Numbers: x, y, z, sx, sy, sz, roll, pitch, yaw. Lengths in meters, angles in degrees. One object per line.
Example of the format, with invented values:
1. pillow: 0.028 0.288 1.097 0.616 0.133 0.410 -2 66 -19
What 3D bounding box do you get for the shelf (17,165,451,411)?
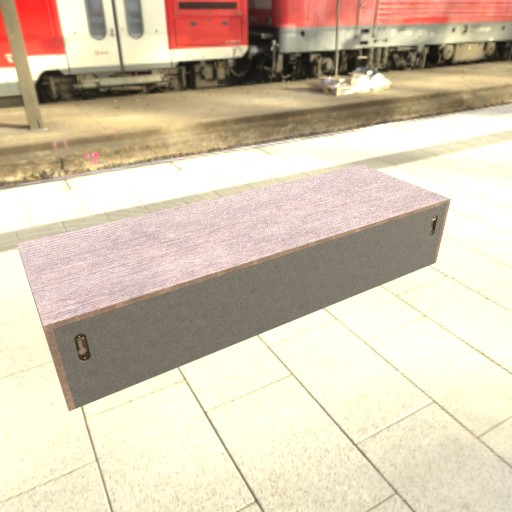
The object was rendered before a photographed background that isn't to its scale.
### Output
1. shelf: 0.000 0.000 0.673 0.610 0.125 0.200 -17 34 -27
